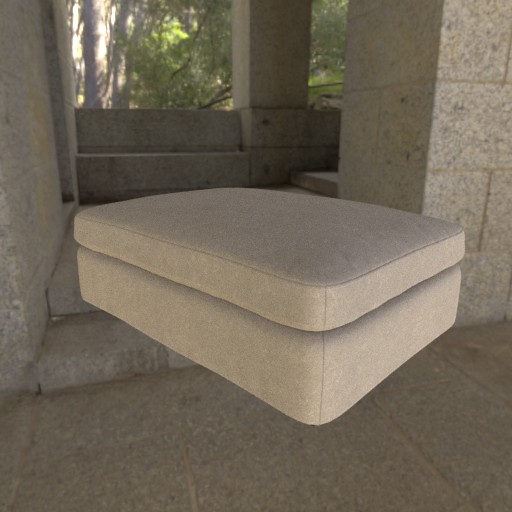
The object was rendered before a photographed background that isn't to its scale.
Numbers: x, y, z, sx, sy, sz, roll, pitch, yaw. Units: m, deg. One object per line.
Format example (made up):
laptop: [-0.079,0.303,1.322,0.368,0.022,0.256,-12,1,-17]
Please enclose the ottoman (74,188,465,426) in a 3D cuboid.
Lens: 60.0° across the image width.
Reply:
ottoman: [0.000,0.000,1.603,1.199,0.429,0.840,15,22,42]
